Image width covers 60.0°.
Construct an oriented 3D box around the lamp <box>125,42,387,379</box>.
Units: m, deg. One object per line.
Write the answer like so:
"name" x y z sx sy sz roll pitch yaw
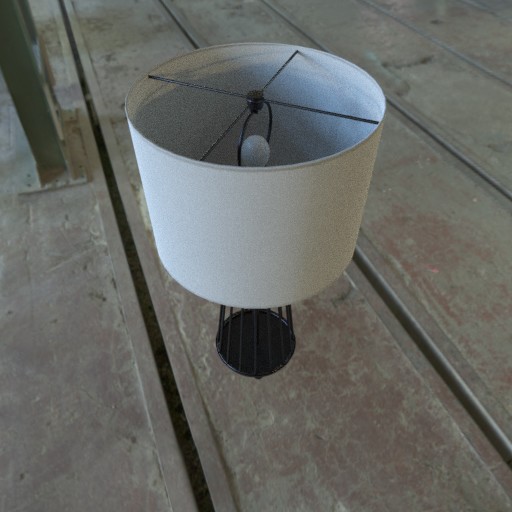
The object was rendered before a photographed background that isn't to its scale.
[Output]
"lamp" 0.000 0.000 0.769 0.322 0.593 0.322 17 49 16
